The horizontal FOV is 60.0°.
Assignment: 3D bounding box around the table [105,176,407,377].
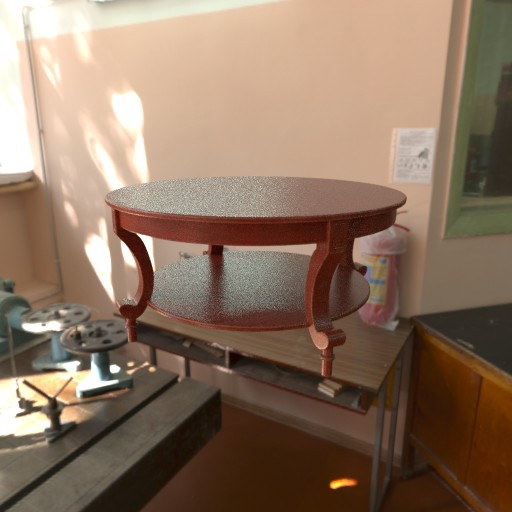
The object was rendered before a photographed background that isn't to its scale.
[{"bbox_3d":[0.000,0.000,1.646,1.029,0.486,1.029,0,16,0],"label":"table"}]
